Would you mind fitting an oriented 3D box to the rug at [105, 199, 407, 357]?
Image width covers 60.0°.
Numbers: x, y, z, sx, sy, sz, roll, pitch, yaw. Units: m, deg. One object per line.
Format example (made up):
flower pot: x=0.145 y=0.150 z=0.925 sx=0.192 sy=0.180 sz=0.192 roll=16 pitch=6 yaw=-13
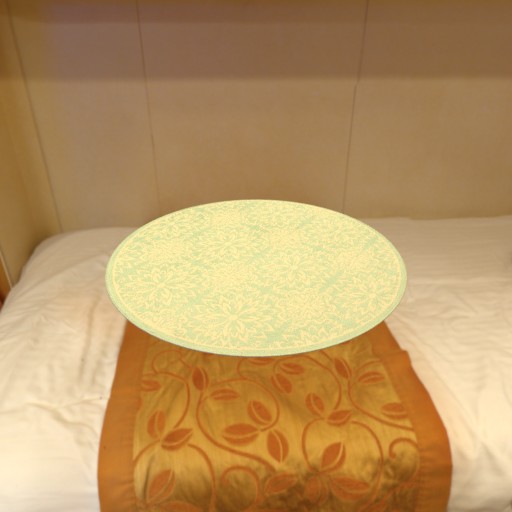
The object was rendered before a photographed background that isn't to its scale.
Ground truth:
rug: x=0.000 y=0.000 z=2.437 sx=1.593 sy=0.012 sz=1.593 roll=0 pitch=30 yaw=0
